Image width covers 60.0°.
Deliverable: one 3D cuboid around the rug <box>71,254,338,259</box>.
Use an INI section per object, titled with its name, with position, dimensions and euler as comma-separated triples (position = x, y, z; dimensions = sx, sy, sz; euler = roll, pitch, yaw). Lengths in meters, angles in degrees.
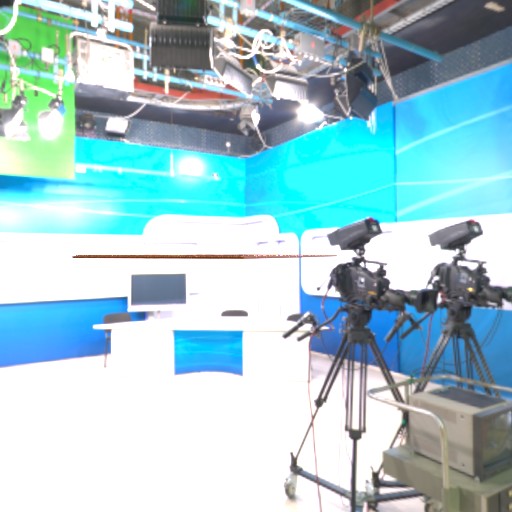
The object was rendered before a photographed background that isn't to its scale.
[rug]
position = 0.000, 0.000, 2.551
dimensions = 0.651, 0.016, 2.274
euler = 0, 0, 18
